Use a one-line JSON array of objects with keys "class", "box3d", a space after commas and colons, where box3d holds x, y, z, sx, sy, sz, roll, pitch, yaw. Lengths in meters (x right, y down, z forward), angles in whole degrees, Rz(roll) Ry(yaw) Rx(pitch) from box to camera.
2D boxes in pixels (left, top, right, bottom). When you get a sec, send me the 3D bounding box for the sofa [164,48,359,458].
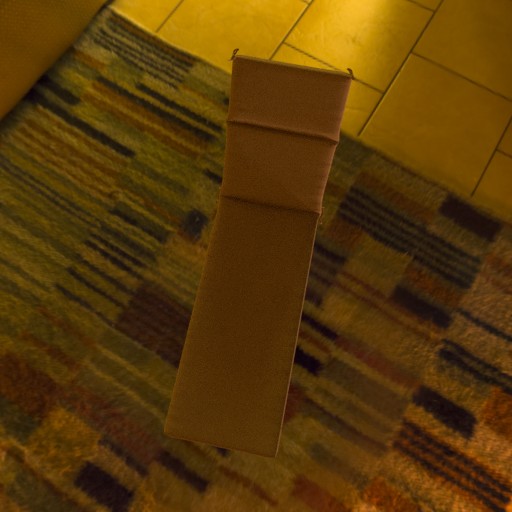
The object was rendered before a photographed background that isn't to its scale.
[{"class": "sofa", "box3d": [0.000, 0.000, 1.959, 0.582, 0.622, 1.663, 11, 74, 3]}]
